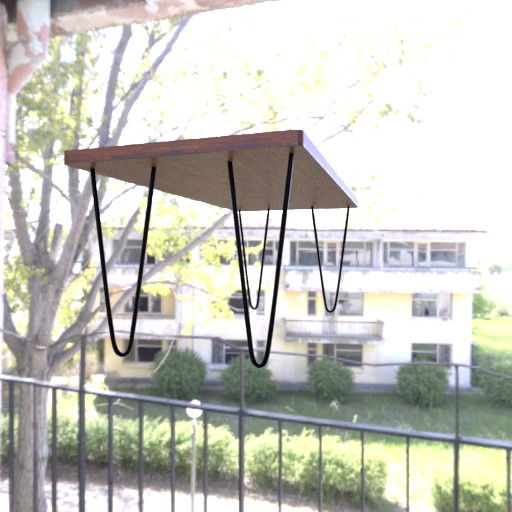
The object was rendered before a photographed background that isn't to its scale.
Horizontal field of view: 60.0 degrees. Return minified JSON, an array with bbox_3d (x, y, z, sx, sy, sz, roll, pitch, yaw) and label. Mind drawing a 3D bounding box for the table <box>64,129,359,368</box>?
[{"bbox_3d":[0.000,0.000,2.302,0.883,0.753,1.791,0,0,18],"label":"table"}]
